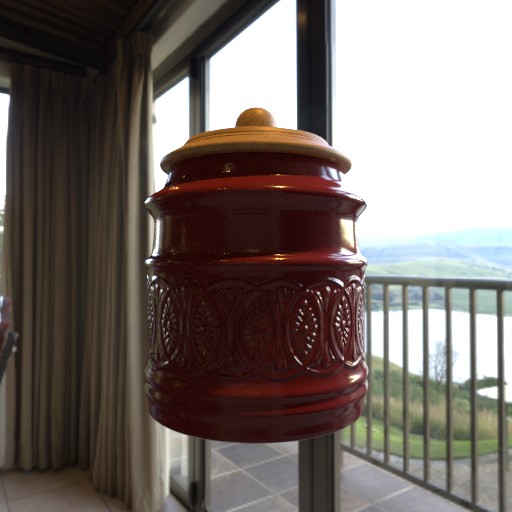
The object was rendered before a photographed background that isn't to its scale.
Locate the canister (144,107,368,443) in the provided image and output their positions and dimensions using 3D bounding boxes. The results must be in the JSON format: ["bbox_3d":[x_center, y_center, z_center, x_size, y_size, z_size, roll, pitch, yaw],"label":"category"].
[{"bbox_3d":[0.000,0.000,0.264,0.130,0.176,0.130,0,-1,0],"label":"canister"}]
